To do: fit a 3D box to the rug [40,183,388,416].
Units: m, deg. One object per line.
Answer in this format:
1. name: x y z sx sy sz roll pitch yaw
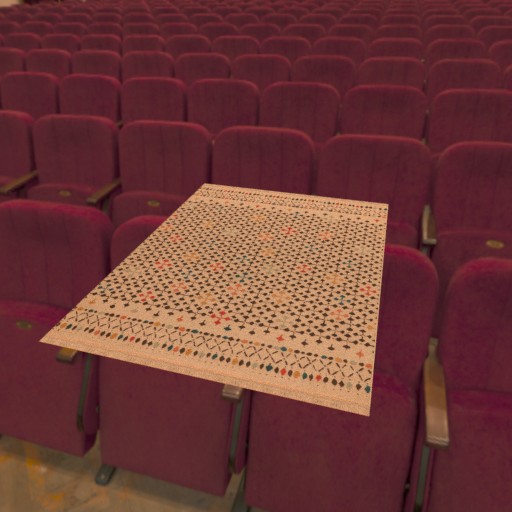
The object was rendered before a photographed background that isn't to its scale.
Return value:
1. rug: 0.000 0.000 2.074 1.146 0.006 1.556 9 32 14
